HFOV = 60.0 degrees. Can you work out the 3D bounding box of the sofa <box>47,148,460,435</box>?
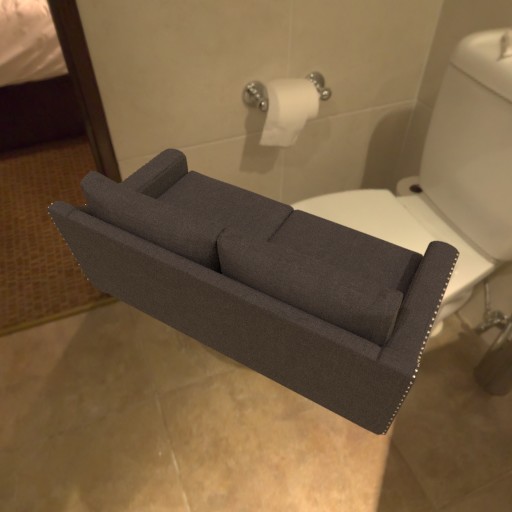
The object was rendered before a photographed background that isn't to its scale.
[{"bbox_3d":[0.000,0.000,3.250,2.550,1.196,1.336,23,50,21],"label":"sofa"}]
